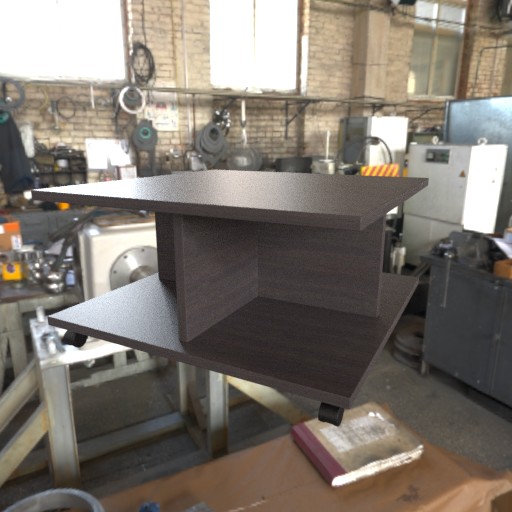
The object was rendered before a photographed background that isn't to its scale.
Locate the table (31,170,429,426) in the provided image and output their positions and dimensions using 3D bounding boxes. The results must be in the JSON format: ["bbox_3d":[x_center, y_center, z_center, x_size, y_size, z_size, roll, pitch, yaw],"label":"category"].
[{"bbox_3d":[0.000,0.000,1.216,0.762,0.396,0.762,8,17,27],"label":"table"}]
